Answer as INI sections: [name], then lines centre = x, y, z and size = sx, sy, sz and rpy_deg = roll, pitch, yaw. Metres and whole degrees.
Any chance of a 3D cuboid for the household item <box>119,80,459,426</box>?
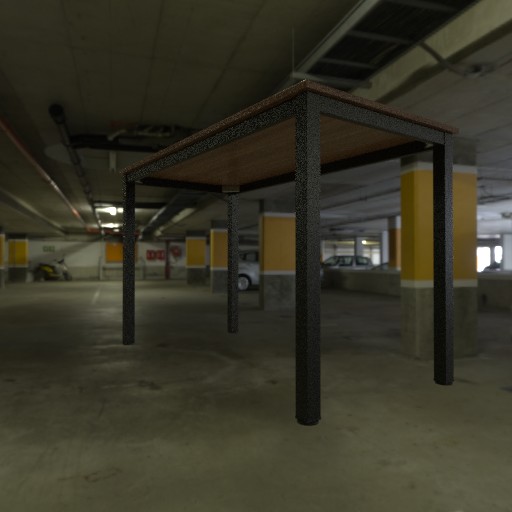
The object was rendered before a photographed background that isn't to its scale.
[household item]
centre = 0.000, 0.000, 1.604
size = 0.600, 0.750, 1.200
rpy_deg = 0, -1, -36
